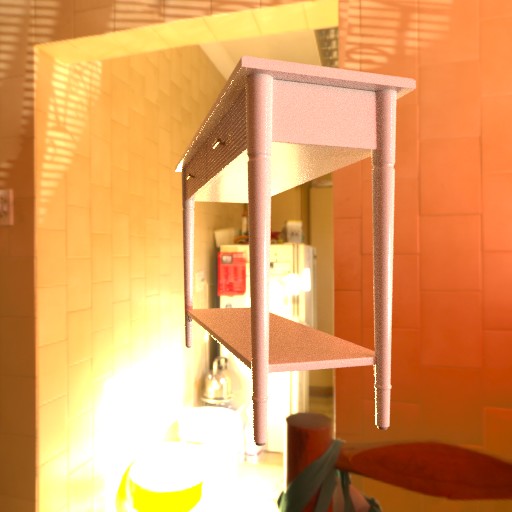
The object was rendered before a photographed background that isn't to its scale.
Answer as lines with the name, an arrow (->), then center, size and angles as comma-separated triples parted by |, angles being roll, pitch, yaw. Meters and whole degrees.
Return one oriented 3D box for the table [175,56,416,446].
table -> 0.000, 0.000, 1.390 | 0.381, 0.749, 1.067 | 0, 0, -17
